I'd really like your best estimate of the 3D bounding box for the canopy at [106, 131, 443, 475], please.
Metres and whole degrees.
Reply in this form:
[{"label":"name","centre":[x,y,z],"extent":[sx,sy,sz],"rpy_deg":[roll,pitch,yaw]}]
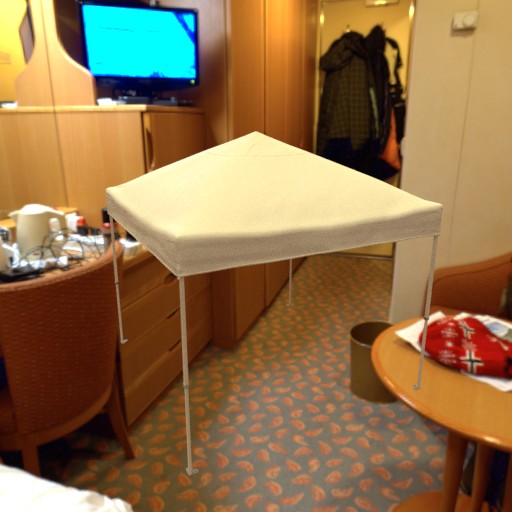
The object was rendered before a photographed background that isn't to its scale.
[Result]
[{"label":"canopy","centre":[0.000,0.000,5.542],"extent":[2.996,2.997,2.998],"rpy_deg":[-9,19,-27]}]
